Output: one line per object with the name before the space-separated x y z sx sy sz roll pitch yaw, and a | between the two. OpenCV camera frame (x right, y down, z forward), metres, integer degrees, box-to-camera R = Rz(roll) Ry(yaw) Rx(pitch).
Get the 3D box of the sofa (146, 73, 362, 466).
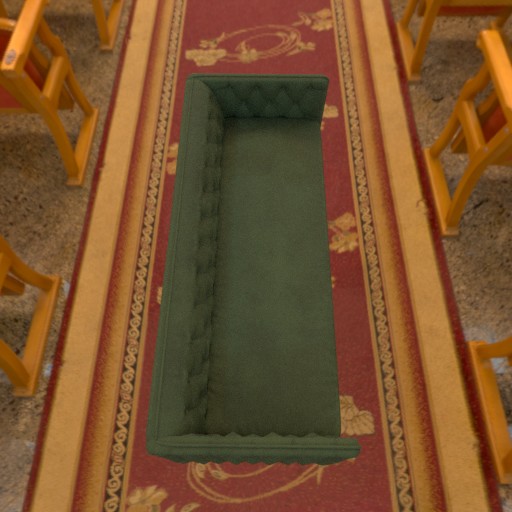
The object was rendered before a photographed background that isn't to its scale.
sofa | 0.000 0.000 2.594 0.895 0.771 2.209 1 64 0
